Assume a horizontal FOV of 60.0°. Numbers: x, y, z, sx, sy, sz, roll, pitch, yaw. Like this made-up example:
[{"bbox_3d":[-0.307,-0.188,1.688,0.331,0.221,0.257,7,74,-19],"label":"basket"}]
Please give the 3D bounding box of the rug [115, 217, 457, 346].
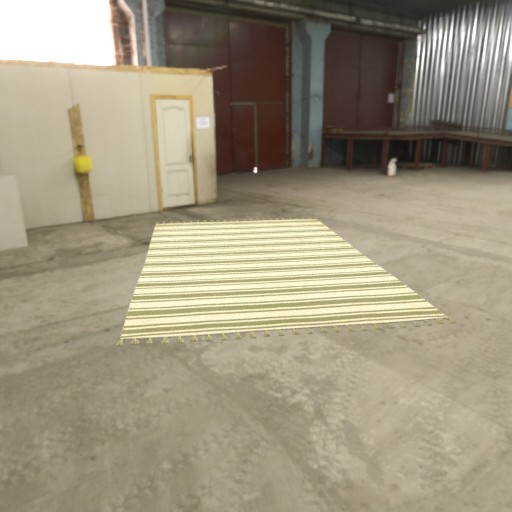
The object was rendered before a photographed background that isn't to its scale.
[{"bbox_3d":[0.000,0.000,3.091,1.540,0.018,2.435,-2,17,-8],"label":"rug"}]
